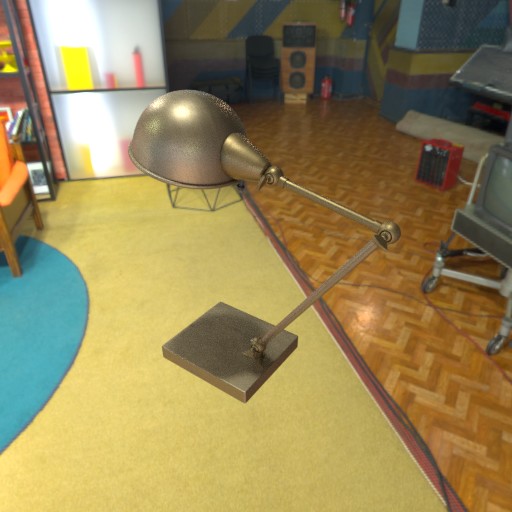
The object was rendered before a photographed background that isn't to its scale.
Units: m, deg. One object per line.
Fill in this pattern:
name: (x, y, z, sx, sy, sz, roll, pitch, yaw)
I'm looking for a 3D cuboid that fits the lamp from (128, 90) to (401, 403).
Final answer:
lamp: (0.000, 0.000, 0.552, 0.339, 0.371, 0.149, 20, 36, 30)
